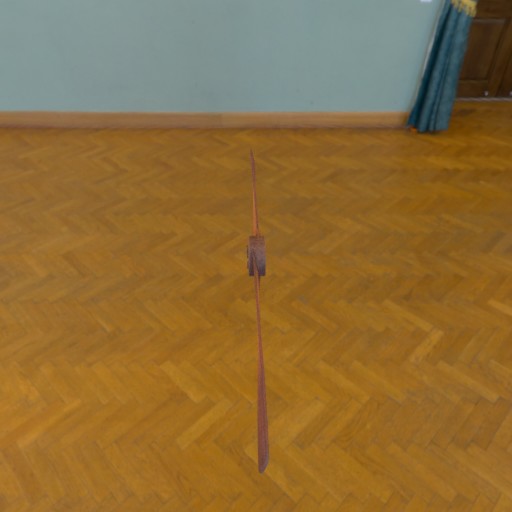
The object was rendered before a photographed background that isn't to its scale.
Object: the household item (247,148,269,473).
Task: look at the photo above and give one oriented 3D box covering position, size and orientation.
[{"bbox_3d":[0.000,0.000,1.248,0.051,0.121,1.181,-1,41,-1],"label":"household item"}]
